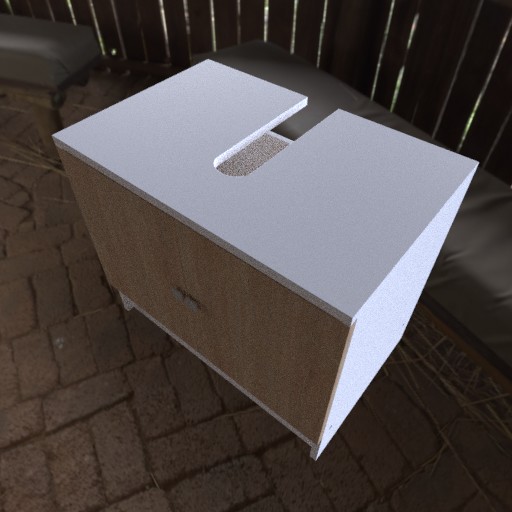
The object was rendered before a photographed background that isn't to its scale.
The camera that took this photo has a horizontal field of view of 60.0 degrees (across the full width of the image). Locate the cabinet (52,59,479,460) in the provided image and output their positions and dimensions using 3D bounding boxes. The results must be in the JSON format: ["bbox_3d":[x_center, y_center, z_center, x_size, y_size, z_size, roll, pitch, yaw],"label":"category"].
[{"bbox_3d":[0.000,0.000,0.927,0.600,0.522,0.400,31,55,25],"label":"cabinet"}]
